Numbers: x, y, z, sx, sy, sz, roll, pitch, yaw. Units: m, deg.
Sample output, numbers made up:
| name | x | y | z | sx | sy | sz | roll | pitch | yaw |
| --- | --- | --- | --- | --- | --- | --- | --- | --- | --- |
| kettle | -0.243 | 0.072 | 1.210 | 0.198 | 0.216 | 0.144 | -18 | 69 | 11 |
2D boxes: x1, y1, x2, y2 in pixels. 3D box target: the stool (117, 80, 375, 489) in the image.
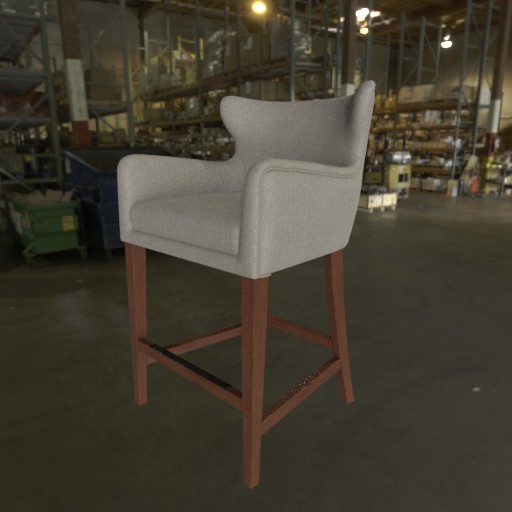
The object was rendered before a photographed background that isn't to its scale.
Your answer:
| name | x | y | z | sx | sy | sz | roll | pitch | yaw |
| --- | --- | --- | --- | --- | --- | --- | --- | --- | --- |
| stool | 0.000 | 0.000 | 1.310 | 0.575 | 0.951 | 0.575 | 14 | 19 | 43 |
